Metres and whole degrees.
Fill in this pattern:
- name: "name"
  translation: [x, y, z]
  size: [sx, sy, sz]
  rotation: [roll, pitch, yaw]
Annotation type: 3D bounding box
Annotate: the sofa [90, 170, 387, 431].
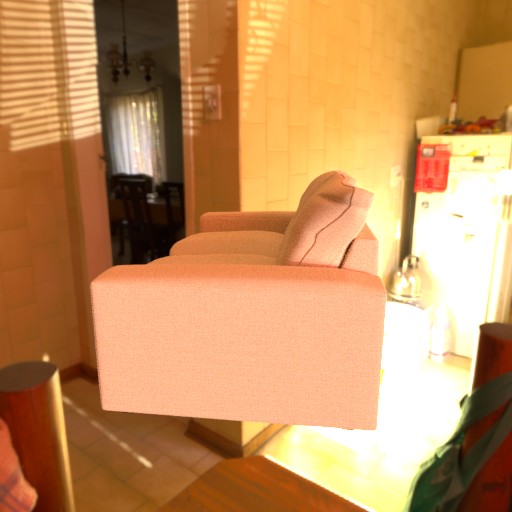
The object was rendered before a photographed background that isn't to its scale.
- name: "sofa"
  translation: [0.000, 0.000, 2.363]
  size: [1.091, 0.875, 1.754]
  rotation: [2, 14, 7]
